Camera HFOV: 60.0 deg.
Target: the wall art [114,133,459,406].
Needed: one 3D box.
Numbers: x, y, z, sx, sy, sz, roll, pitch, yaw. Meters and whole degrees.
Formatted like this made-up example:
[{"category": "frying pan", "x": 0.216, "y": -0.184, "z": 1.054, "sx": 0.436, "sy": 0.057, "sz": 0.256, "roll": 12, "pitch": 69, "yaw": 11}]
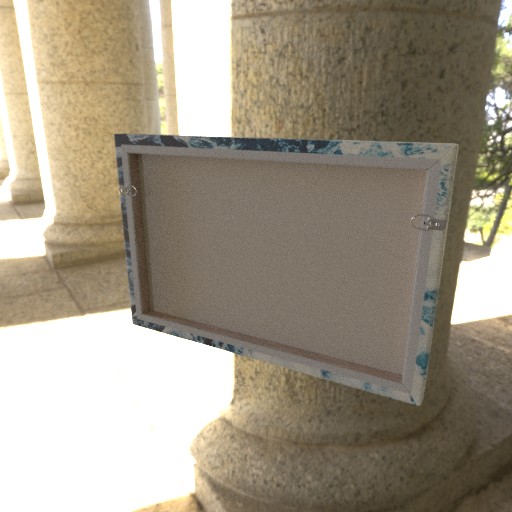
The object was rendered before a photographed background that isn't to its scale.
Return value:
[{"category": "wall art", "x": 0.000, "y": 0.000, "z": 1.183, "sx": 0.915, "sy": 0.610, "sz": 0.042, "roll": 9, "pitch": 20, "yaw": 27}]
